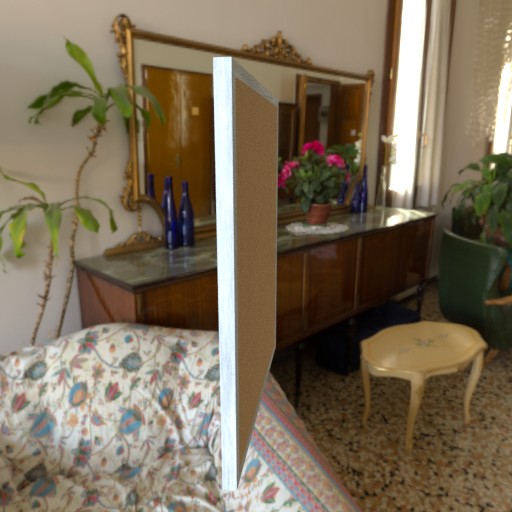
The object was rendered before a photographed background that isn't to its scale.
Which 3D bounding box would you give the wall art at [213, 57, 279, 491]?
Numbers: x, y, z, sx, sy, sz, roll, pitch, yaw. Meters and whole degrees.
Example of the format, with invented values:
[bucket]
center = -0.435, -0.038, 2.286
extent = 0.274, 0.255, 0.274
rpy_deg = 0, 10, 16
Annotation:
[wall art]
center = 0.000, 0.000, 0.802
extent = 0.022, 0.582, 0.479
rpy_deg = 2, 14, 9
